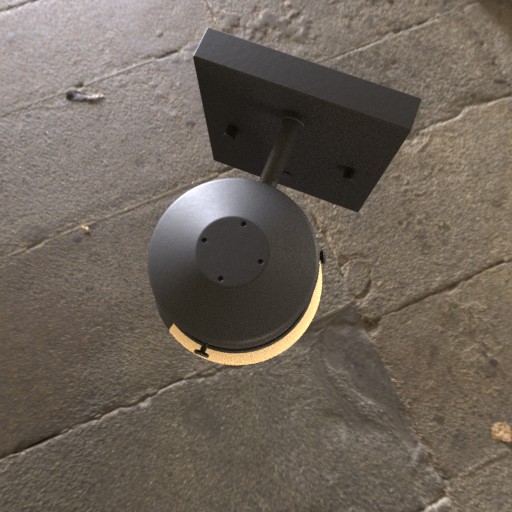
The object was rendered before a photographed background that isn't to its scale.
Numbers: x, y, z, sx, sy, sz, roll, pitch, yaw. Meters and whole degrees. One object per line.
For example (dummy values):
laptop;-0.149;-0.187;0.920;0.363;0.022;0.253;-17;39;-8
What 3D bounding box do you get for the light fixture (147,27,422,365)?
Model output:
light fixture;0.000;0.000;0.356;0.130;0.257;0.176;21;77;5
